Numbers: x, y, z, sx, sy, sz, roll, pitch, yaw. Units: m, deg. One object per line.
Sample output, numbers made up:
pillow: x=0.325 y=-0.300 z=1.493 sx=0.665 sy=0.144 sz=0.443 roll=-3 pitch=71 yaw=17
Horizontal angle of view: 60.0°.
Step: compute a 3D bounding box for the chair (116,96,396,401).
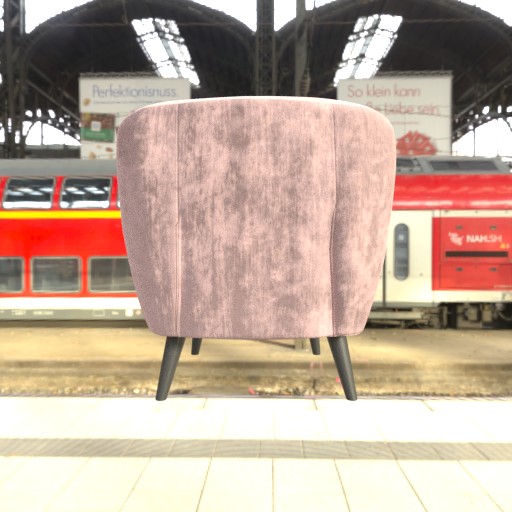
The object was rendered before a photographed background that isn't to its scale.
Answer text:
chair: x=0.000 y=0.000 z=1.498 sx=0.840 sy=0.820 sz=0.820 roll=0 pitch=1 yaw=0
